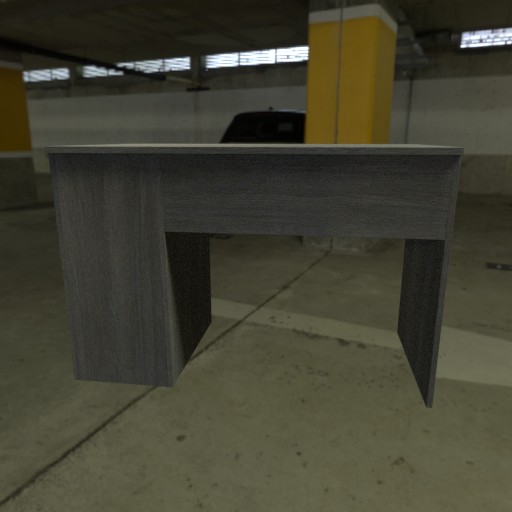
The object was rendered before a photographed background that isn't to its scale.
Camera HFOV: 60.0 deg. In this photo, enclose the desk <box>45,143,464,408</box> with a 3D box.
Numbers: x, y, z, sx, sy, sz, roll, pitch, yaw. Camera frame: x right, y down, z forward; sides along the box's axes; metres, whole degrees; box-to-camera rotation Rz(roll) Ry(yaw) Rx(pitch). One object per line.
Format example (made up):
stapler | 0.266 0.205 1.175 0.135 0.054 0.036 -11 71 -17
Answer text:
desk | 0.000 0.000 1.504 1.096 0.730 0.560 2 15 8
